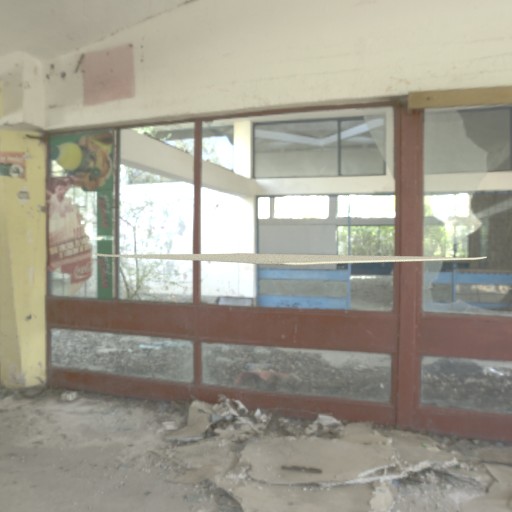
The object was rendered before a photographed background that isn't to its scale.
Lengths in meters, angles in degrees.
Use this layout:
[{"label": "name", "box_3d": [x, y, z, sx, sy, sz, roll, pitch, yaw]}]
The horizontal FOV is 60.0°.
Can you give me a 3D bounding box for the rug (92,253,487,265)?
[{"label": "rug", "box_3d": [0.000, 0.000, 2.456, 1.214, 0.023, 1.947, -1, 1, -36]}]
